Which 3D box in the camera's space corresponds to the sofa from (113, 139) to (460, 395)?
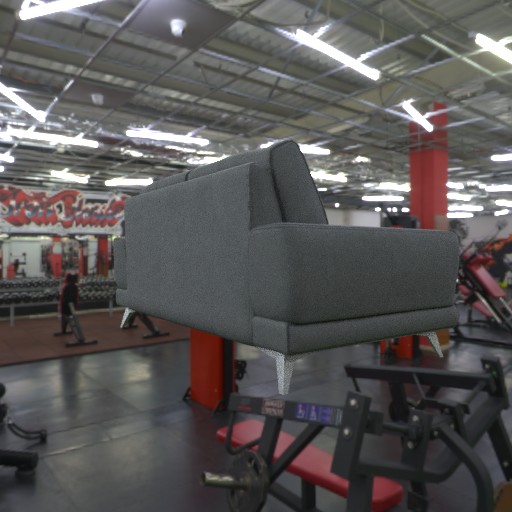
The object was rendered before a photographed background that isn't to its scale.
[{"bbox_3d":[0.000,0.000,2.400,1.018,0.907,1.806,0,1,-35],"label":"sofa"}]
